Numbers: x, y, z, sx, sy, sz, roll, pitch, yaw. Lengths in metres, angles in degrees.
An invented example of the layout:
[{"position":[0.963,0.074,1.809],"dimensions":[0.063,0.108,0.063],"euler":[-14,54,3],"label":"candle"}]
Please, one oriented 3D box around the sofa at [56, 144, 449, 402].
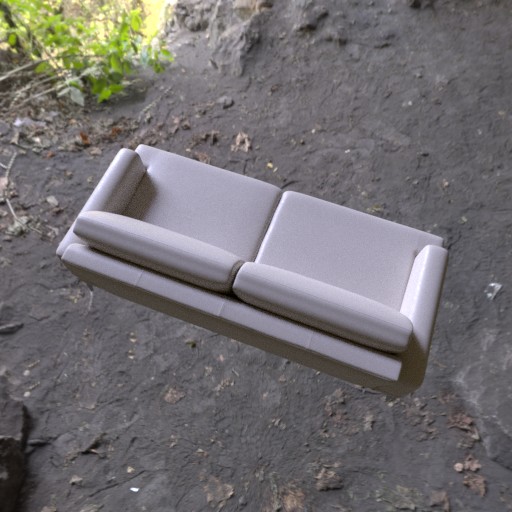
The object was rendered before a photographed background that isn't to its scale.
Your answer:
[{"position":[0.000,0.000,2.434],"dimensions":[1.940,0.765,0.974],"euler":[19,66,9],"label":"sofa"}]
